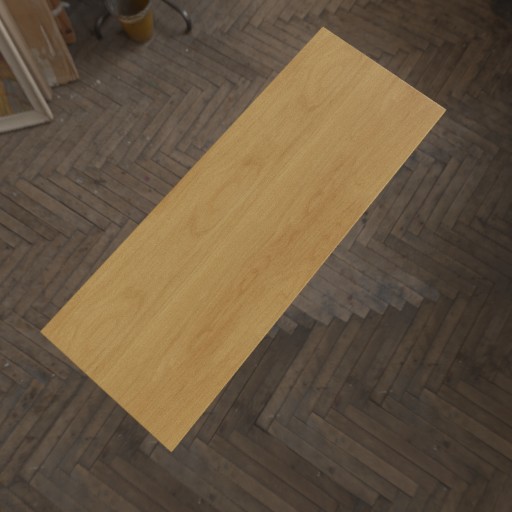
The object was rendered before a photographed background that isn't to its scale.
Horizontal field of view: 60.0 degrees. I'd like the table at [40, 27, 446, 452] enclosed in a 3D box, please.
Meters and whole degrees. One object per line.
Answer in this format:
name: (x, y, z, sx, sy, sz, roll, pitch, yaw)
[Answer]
table: (0.000, 0.000, 1.263, 0.340, 0.728, 0.900, 39, 79, 9)
